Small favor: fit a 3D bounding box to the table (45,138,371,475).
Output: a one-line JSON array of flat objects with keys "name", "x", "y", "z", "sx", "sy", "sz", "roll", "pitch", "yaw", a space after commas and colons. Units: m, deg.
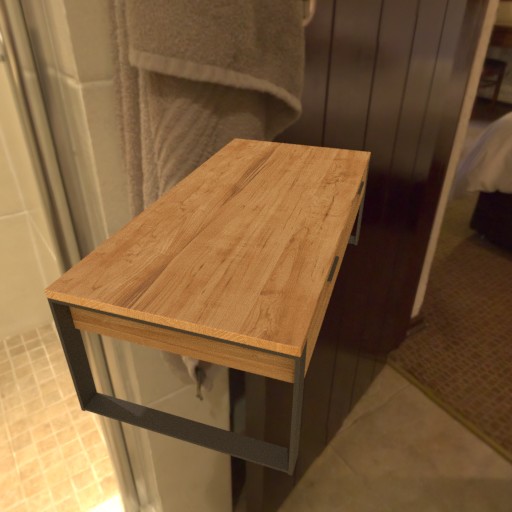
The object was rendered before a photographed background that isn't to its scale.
[{"name": "table", "x": 0.000, "y": 0.000, "z": 1.479, "sx": 0.590, "sy": 0.400, "sz": 1.180, "roll": 10, "pitch": 33, "yaw": 16}]
